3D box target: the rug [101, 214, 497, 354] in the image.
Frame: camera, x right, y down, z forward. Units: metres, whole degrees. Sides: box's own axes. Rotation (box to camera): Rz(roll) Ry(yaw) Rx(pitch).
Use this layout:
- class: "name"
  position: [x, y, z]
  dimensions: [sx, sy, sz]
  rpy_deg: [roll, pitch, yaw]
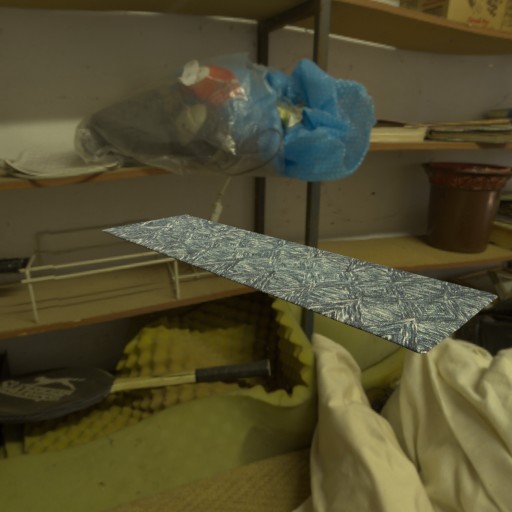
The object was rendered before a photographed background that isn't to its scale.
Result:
- class: "rug"
  position: [0.000, 0.000, 2.476]
  dimensions: [0.719, 0.013, 2.306]
  rpy_deg: [-17, 24, -42]
